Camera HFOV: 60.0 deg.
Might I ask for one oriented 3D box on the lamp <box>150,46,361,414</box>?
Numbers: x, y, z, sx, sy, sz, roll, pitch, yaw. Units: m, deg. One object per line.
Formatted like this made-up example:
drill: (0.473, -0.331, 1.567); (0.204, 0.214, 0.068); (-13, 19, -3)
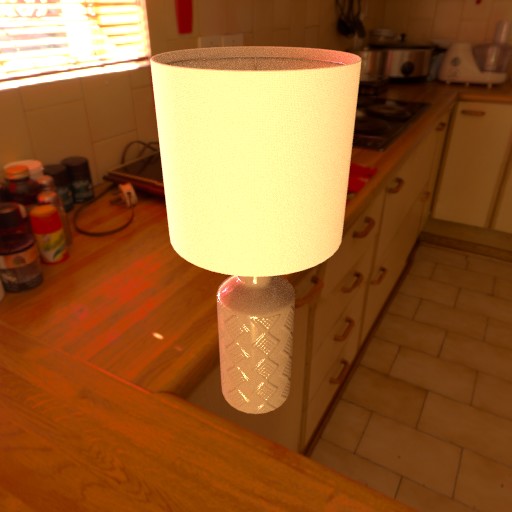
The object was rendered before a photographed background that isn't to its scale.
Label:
lamp: (0.000, 0.000, 0.558); (0.207, 0.461, 0.207); (0, 30, 0)
